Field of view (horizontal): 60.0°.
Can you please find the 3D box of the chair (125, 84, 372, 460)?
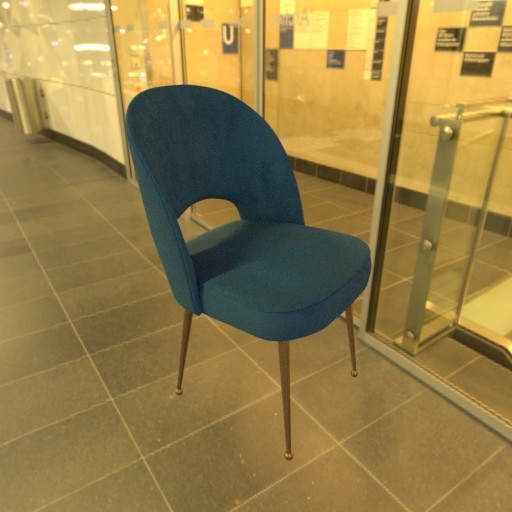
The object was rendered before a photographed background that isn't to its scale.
[{"bbox_3d":[0.000,0.000,1.228,0.577,0.860,0.527,18,31,32],"label":"chair"}]
